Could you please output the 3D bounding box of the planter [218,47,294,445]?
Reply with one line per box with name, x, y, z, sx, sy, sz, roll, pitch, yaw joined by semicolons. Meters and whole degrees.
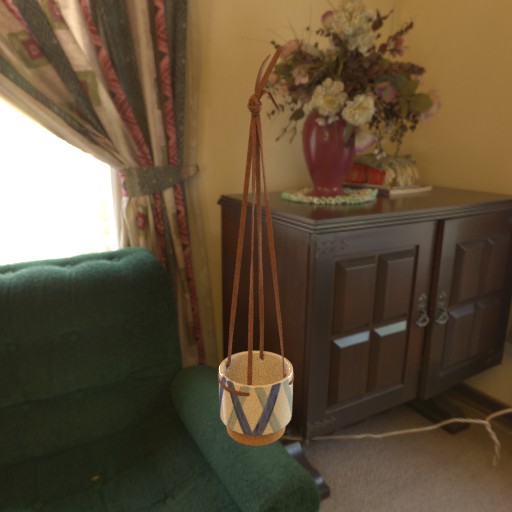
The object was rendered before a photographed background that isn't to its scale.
planter;0.000;0.000;0.855;0.153;0.753;0.157;13;20;42
